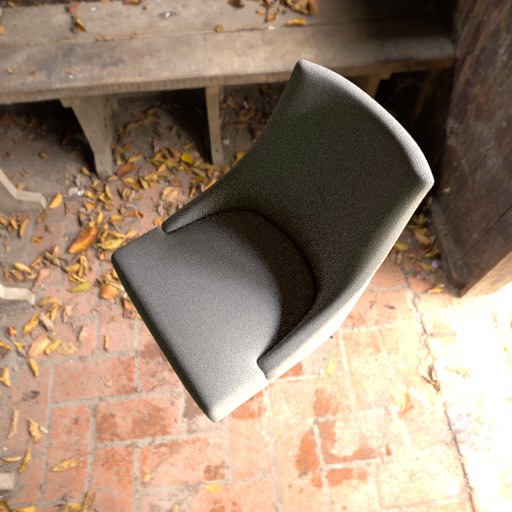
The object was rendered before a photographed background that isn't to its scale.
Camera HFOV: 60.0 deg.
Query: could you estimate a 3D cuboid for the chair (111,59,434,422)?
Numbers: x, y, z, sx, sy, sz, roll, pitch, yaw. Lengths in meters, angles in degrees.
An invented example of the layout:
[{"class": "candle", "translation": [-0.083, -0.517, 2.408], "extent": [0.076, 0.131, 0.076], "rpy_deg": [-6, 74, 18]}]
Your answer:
[{"class": "chair", "translation": [0.000, 0.000, 1.517], "extent": [0.861, 0.909, 0.701], "rpy_deg": [-32, 67, -15]}]
